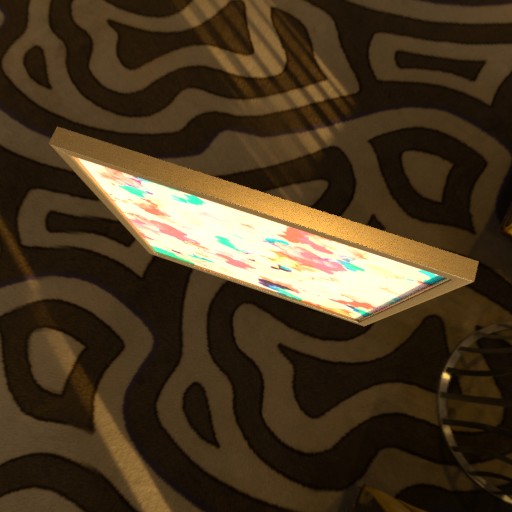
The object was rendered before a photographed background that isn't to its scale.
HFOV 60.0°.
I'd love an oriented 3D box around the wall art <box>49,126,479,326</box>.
[{"bbox_3d":[0.000,0.000,1.130,0.767,0.765,0.036,18,76,5],"label":"wall art"}]
